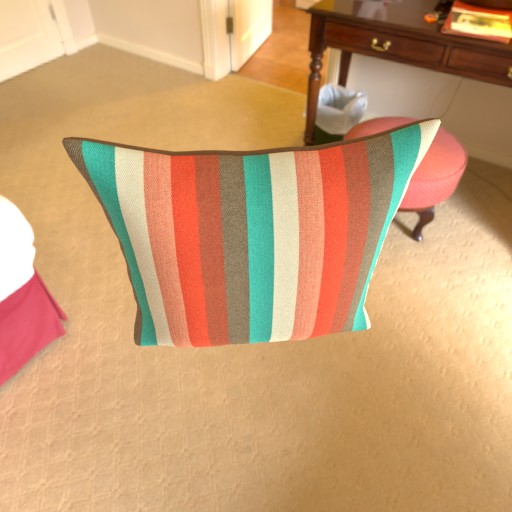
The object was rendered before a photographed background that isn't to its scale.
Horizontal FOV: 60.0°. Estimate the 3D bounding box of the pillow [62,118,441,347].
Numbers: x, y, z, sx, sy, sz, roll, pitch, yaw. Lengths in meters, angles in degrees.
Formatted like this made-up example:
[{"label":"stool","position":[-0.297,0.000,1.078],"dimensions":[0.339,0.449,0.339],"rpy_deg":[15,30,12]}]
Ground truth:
[{"label":"pillow","position":[0.000,0.000,0.687],"dimensions":[0.453,0.443,0.168],"rpy_deg":[-4,46,-4]}]
